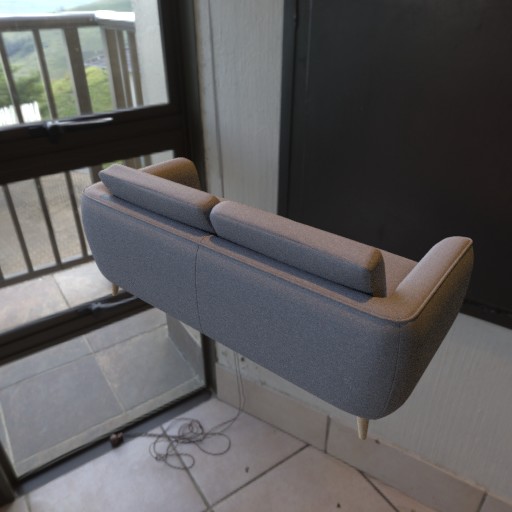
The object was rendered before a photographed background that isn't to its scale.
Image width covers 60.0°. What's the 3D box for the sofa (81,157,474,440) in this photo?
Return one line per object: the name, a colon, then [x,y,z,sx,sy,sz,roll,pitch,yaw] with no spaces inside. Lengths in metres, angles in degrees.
sofa: [0.000,0.000,2.446,2.000,0.870,0.920,22,37,31]
